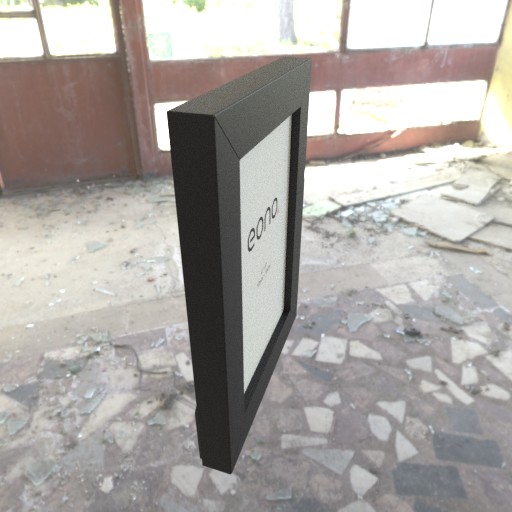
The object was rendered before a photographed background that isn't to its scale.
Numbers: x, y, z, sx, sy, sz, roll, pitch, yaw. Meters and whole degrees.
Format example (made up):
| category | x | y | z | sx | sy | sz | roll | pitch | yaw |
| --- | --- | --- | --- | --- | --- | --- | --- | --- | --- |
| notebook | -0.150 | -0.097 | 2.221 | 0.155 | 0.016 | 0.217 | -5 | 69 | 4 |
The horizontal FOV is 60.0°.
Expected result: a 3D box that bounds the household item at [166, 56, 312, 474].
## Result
| category | x | y | z | sx | sy | sz | roll | pitch | yaw |
| --- | --- | --- | --- | --- | --- | --- | --- | --- | --- |
| household item | 0.000 | 0.000 | 0.233 | 0.022 | 0.178 | 0.133 | 10 | 33 | 16 |
